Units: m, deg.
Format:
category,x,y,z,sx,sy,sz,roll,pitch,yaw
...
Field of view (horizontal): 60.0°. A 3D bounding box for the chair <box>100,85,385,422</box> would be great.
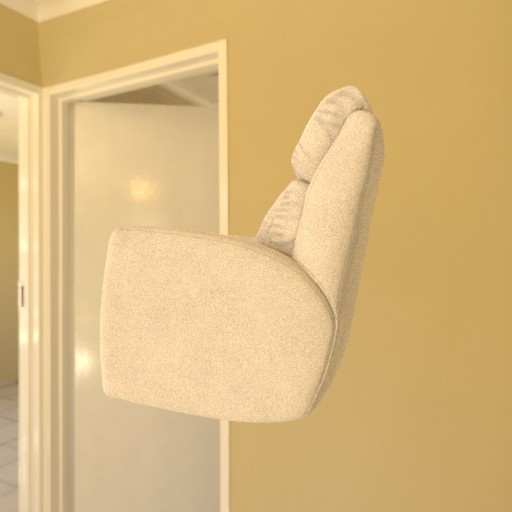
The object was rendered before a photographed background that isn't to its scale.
category,x,y,z,sx,sy,sz,roll,pitch,yaw
chair,0.000,0.000,1.688,0.940,1.021,0.794,0,0,17
